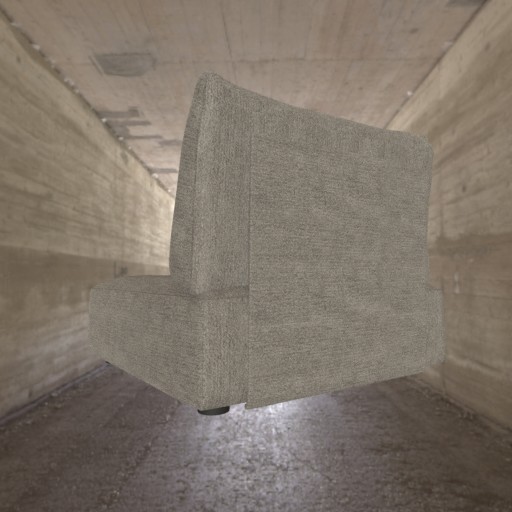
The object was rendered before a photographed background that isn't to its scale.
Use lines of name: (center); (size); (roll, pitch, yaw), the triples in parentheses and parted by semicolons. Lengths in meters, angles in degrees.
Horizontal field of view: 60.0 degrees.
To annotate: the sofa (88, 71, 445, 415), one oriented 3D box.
sofa: (0.000, 0.000, 1.669); (1.000, 0.820, 1.000); (2, -3, -35)
